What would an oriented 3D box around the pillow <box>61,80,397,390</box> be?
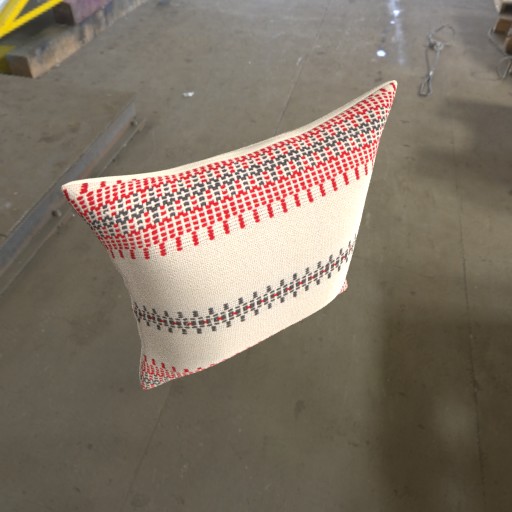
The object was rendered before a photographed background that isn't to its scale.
[{"bbox_3d":[0.000,0.000,0.700,0.463,0.454,0.160,-23,51,-20],"label":"pillow"}]
